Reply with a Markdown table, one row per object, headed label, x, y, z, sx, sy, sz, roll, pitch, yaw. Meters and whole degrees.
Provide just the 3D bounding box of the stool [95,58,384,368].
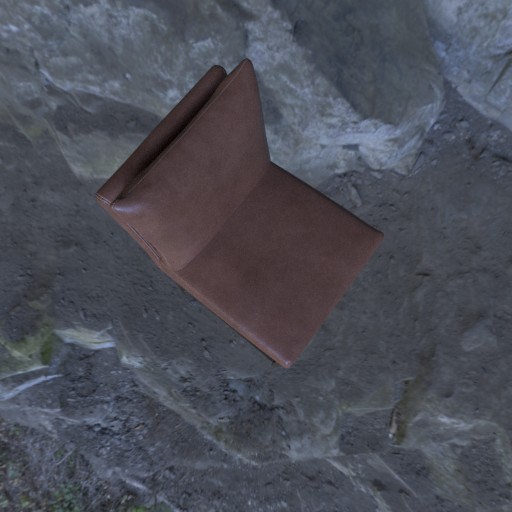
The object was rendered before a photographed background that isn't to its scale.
| label | x | y | z | sx | sy | sz | roll | pitch | yaw |
| --- | --- | --- | --- | --- | --- | --- | --- | --- | --- |
| stool | 0.000 | 0.000 | 1.422 | 0.571 | 1.124 | 0.463 | 36 | 78 | 9 |
